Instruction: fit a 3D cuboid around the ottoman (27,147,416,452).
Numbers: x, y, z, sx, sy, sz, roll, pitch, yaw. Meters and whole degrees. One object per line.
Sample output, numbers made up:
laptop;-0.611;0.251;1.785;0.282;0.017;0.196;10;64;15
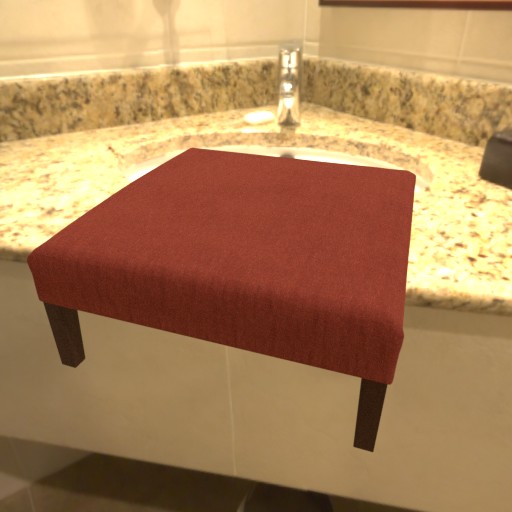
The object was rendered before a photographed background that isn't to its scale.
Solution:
ottoman;0.000;0.000;1.392;0.889;0.411;0.890;10;32;16
